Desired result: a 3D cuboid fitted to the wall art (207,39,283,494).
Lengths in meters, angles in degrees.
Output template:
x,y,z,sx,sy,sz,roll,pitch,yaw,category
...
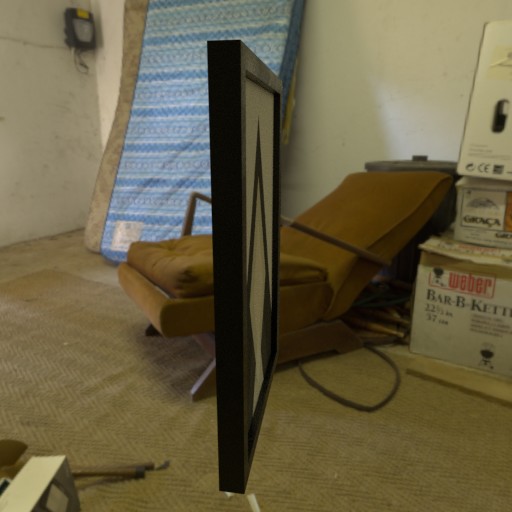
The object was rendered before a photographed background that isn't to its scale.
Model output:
x,y,z,sx,sy,sz,roll,pitch,yaw,category
0.000,0.000,0.577,0.031,0.457,0.313,3,16,9,wall art
